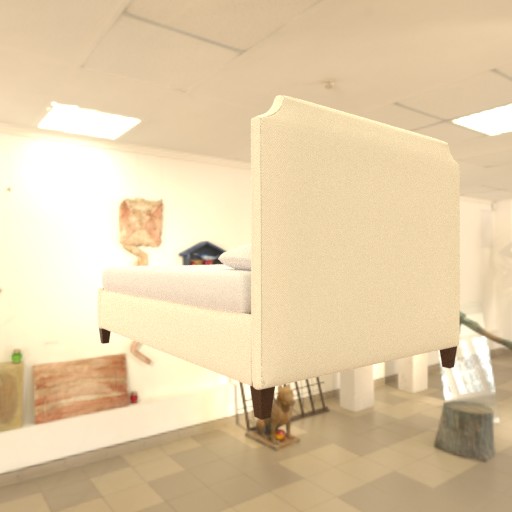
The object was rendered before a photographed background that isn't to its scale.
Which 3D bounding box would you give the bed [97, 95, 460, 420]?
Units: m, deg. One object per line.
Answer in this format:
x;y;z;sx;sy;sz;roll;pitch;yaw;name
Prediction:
0.000;0.000;3.393;1.712;1.497;2.372;0;0;-37;bed
